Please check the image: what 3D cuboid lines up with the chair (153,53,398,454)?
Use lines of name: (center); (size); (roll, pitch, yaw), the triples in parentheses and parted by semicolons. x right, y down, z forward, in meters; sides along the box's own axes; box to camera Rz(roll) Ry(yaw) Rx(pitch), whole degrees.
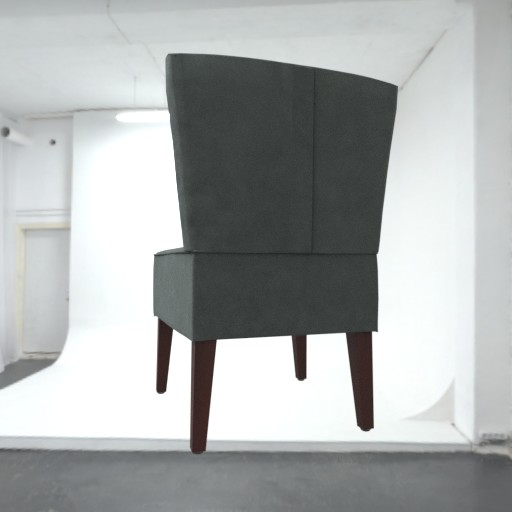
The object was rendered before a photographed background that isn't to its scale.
chair: (0.000, 0.000, 1.172); (0.521, 0.806, 0.554); (0, -1, -18)
